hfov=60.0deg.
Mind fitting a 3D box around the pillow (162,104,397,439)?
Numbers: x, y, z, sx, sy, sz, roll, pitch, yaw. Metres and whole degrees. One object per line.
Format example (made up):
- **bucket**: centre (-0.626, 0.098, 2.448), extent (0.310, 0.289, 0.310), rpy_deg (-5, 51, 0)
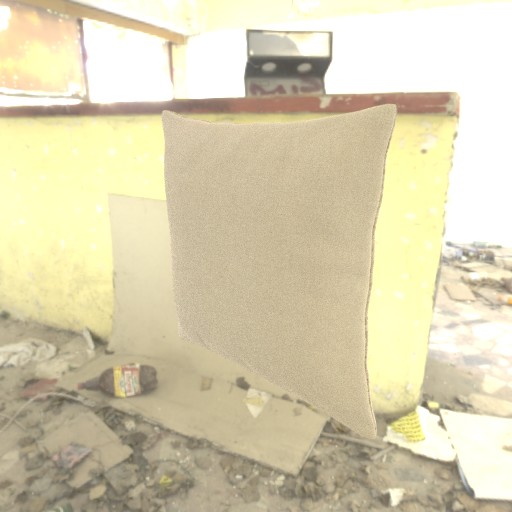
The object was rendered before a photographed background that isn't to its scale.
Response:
- **pillow**: centre (0.000, 0.000, 0.803), extent (0.523, 0.510, 0.166), rpy_deg (16, 23, 42)
